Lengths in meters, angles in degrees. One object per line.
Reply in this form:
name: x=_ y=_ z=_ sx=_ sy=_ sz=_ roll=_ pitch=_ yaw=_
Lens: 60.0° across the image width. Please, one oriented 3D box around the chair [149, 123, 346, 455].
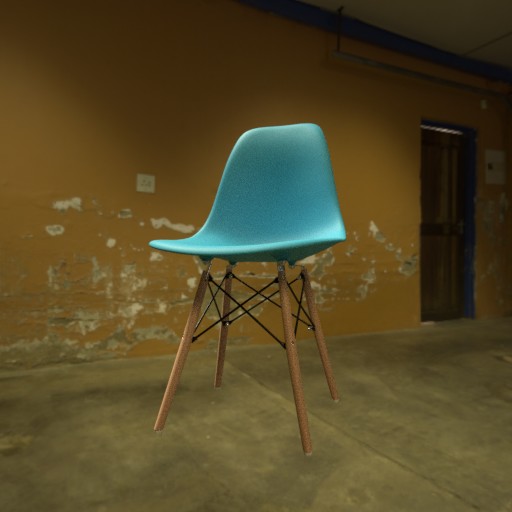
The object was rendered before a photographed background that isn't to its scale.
chair: x=0.000 y=0.000 z=1.160 sx=0.470 sy=0.826 sz=0.531 roll=0 pitch=0 yaw=19
